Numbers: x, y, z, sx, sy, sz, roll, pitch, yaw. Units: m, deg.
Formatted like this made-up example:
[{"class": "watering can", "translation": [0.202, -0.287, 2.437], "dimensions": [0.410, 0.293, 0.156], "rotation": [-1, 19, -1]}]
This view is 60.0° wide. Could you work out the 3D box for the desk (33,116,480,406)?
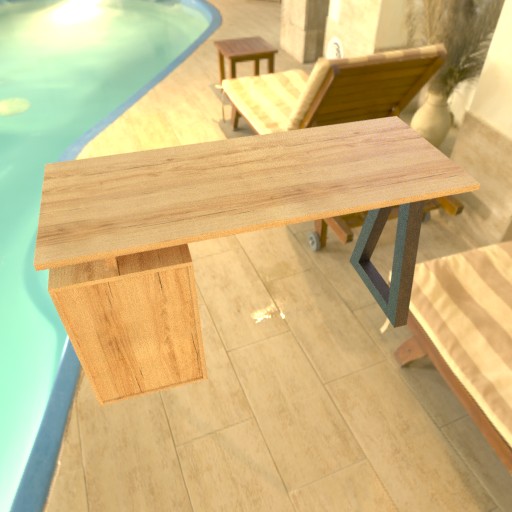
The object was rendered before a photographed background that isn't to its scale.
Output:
[{"class": "desk", "translation": [0.000, 0.000, 1.779], "dimensions": [1.400, 0.760, 0.550], "rotation": [-11, 43, -12]}]
